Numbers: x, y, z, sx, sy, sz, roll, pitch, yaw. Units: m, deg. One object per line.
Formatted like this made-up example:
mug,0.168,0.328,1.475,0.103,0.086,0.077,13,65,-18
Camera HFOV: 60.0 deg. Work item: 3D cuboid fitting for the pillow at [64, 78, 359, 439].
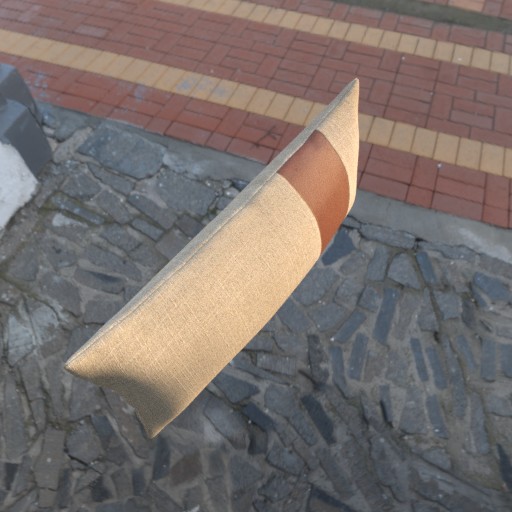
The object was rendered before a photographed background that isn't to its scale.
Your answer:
pillow,0.000,0.000,0.715,0.155,0.282,0.612,33,64,19
